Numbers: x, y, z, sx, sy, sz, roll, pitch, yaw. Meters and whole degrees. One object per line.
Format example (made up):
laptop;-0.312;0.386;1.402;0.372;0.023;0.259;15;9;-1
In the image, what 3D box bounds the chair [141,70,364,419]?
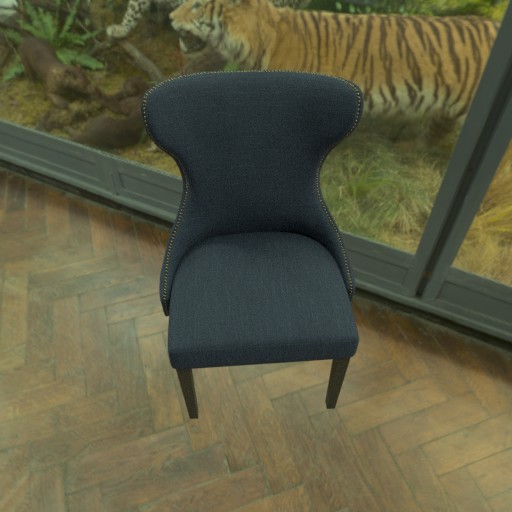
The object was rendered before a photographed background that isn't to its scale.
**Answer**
chair;0.000;0.000;1.418;0.628;0.967;0.635;-3;46;-3
